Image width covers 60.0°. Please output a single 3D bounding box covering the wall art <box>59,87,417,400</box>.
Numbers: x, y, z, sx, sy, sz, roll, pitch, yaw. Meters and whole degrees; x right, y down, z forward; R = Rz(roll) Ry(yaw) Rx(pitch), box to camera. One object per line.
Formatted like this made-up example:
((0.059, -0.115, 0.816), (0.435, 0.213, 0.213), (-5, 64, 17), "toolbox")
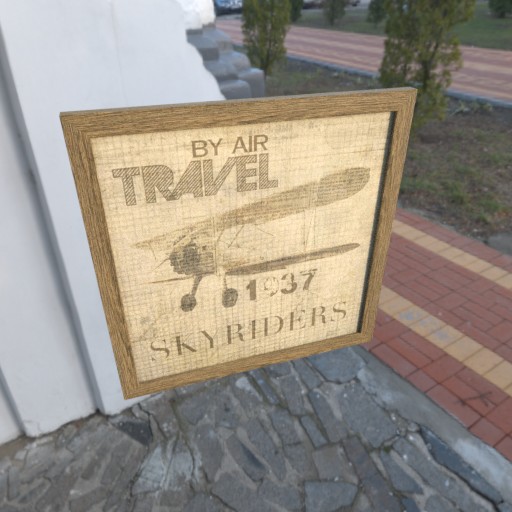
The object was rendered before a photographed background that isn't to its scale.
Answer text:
((0.000, 0.000, 0.745), (0.508, 0.508, 0.019), (-10, 33, -15), "wall art")
